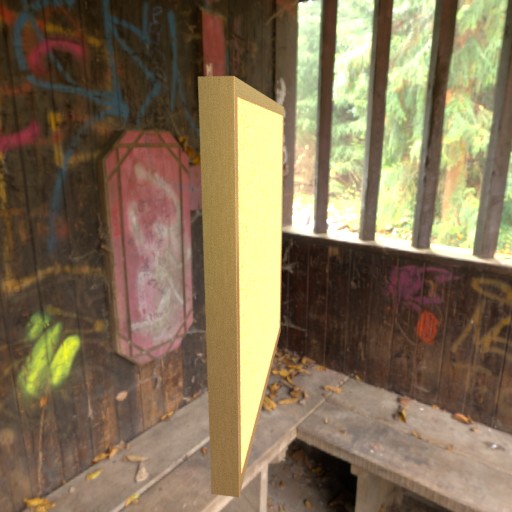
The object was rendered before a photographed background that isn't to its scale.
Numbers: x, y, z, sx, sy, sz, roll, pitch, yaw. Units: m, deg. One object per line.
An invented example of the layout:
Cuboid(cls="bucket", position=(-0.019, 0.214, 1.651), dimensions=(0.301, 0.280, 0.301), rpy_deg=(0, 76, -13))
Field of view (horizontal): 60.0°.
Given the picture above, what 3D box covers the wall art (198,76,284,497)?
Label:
Cuboid(cls="wall art", position=(0.000, 0.000, 0.752), dimensions=(0.037, 0.509, 0.510), rpy_deg=(2, 15, 9))
